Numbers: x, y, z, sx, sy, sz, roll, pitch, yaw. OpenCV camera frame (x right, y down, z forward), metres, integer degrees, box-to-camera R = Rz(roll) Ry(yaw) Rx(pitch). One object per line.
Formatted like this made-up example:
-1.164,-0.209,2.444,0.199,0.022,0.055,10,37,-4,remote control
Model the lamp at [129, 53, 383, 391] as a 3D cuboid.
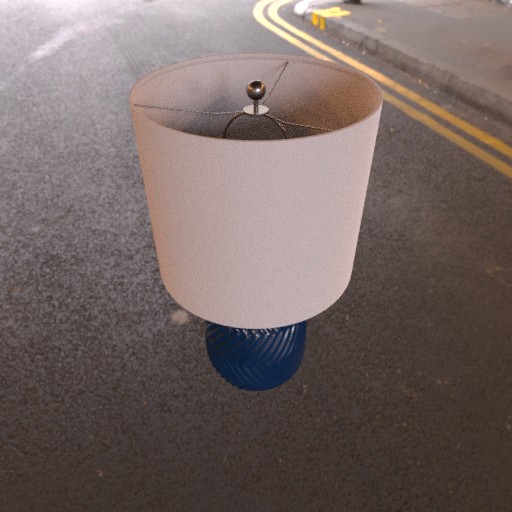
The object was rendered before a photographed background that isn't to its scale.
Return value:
0.000,0.000,0.475,0.203,0.368,0.203,12,41,14,lamp
